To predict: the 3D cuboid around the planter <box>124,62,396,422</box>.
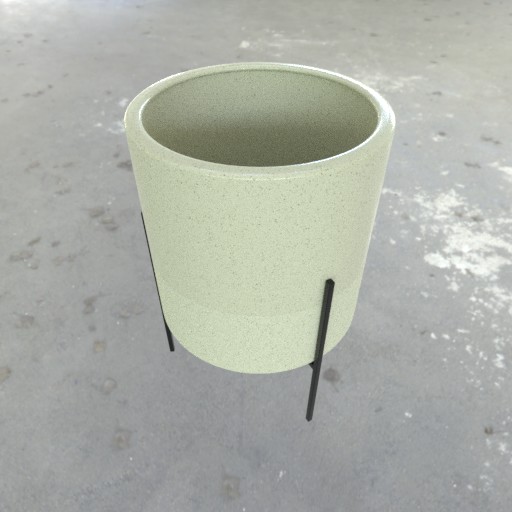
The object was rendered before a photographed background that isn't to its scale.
[{"bbox_3d":[0.000,0.000,0.680,0.323,0.475,0.314,0,42,0],"label":"planter"}]
